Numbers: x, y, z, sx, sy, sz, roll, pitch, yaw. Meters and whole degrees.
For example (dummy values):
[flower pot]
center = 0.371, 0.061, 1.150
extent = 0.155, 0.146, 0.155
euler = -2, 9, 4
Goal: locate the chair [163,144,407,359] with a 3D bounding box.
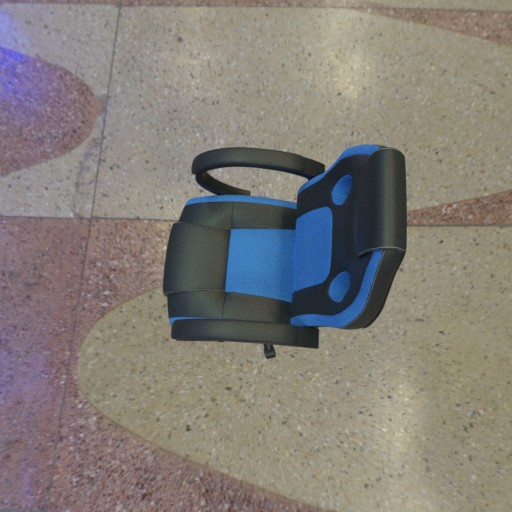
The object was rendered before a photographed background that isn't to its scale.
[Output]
[chair]
center = 0.000, 0.000, 1.604
extent = 0.724, 1.187, 0.673
euler = 4, 75, 1
